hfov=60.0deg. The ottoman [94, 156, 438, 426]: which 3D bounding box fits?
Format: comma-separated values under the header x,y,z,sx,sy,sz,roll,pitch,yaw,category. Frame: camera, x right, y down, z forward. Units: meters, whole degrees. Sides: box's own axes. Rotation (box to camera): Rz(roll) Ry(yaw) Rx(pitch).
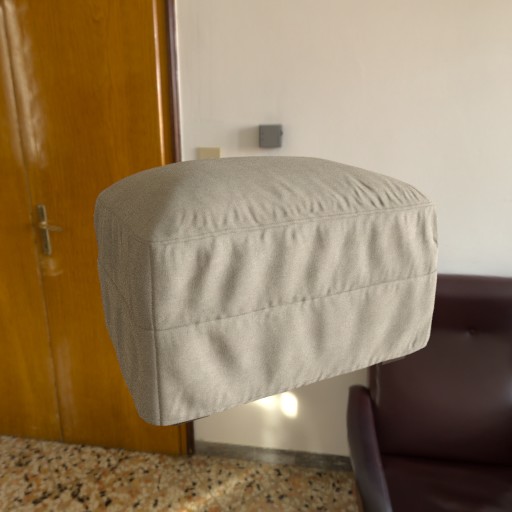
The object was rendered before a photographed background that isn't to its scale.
x,y,z,sx,sy,sz,roll,pitch,yaw,category
0.000,0.000,1.096,0.712,0.480,0.584,-8,18,-25,ottoman
